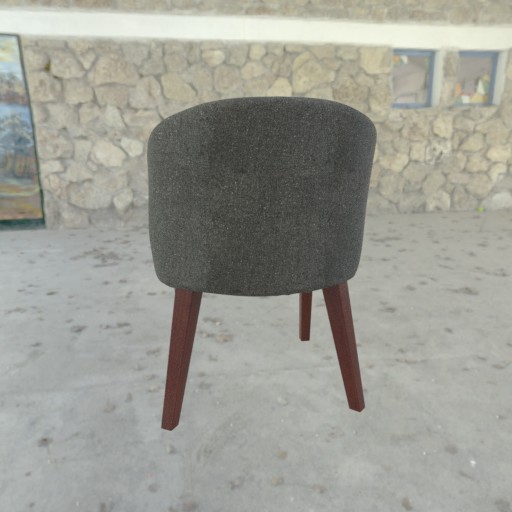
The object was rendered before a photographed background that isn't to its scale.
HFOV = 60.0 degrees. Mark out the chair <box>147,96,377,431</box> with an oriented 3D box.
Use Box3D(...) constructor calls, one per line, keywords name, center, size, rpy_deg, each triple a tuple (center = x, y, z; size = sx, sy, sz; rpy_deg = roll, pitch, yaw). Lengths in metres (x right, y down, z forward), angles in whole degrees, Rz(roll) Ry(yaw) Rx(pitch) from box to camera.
Box3D(name="chair", center=(0.000, 0.000, 1.270), size=(0.583, 0.811, 0.655), rpy_deg=(-2, 15, -8))
